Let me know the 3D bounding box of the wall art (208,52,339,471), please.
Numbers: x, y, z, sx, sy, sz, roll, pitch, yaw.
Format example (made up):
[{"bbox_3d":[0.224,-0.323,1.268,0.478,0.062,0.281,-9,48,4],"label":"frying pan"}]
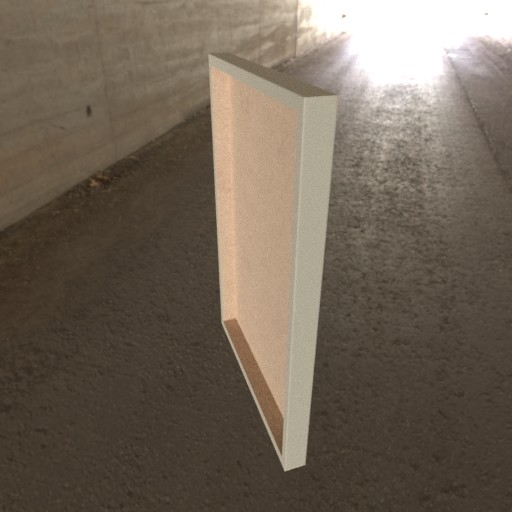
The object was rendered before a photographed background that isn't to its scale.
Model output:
[{"bbox_3d":[0.000,0.000,0.775,0.038,0.608,0.418,-10,32,-16],"label":"wall art"}]
